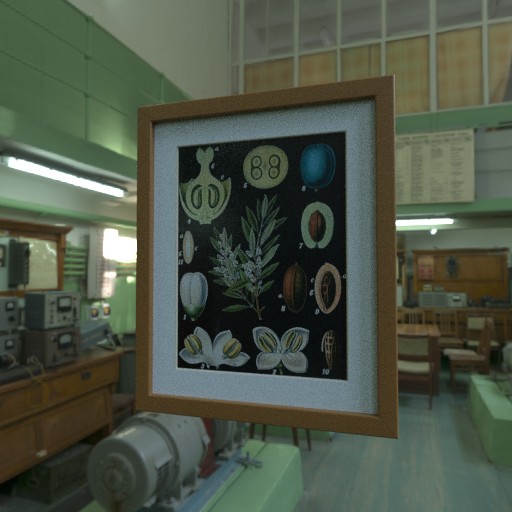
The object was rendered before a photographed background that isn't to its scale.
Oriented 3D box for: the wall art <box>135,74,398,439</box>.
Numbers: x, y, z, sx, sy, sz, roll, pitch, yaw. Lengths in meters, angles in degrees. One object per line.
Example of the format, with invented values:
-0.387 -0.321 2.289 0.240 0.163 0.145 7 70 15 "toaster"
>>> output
0.000 0.000 0.743 0.449 0.550 0.021 -1 -2 18 "wall art"
